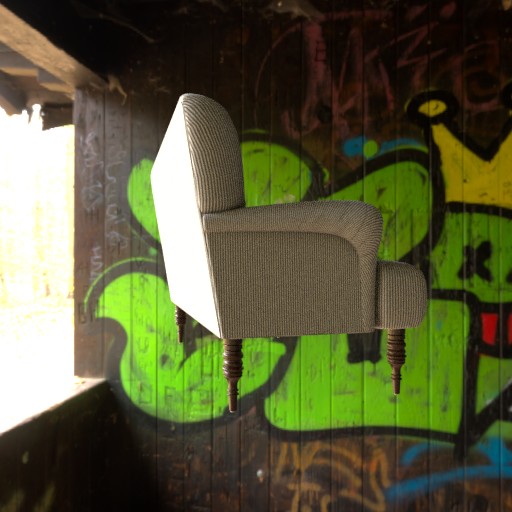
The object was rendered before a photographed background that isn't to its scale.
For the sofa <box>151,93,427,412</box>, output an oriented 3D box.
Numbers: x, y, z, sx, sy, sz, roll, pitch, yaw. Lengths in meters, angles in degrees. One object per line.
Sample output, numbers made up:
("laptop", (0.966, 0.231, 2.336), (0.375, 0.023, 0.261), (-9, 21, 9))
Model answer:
("sofa", (0.000, 0.000, 1.844), (0.779, 0.889, 1.297), (0, 0, -17))
